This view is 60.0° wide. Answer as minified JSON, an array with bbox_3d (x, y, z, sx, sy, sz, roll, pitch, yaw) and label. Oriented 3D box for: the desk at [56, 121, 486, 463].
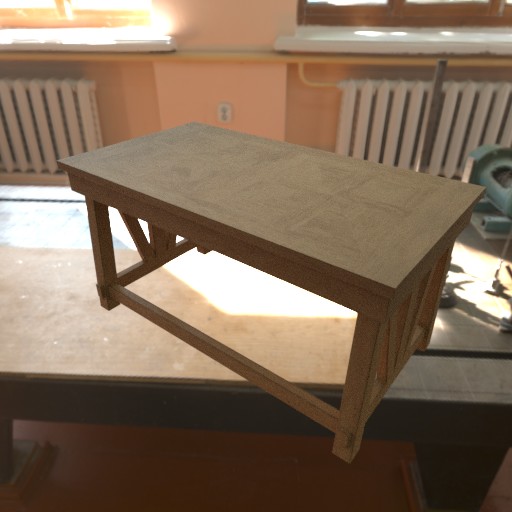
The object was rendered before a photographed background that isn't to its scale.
[{"bbox_3d":[0.000,0.000,1.937,1.499,0.762,0.813,22,38,32],"label":"desk"}]
